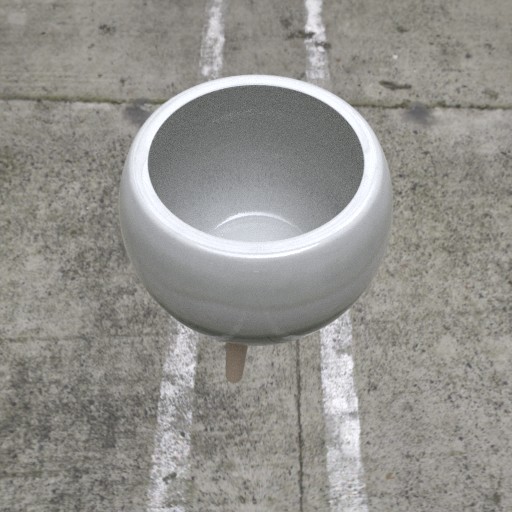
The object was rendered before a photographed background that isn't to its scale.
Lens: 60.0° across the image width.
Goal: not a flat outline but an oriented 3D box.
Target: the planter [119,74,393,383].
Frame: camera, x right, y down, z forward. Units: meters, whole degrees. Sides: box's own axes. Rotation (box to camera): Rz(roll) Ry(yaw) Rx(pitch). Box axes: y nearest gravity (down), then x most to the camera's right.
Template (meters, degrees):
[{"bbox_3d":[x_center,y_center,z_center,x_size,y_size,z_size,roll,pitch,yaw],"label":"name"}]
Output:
[{"bbox_3d":[0.000,0.000,0.435,0.222,0.278,0.222,0,58,0],"label":"planter"}]
